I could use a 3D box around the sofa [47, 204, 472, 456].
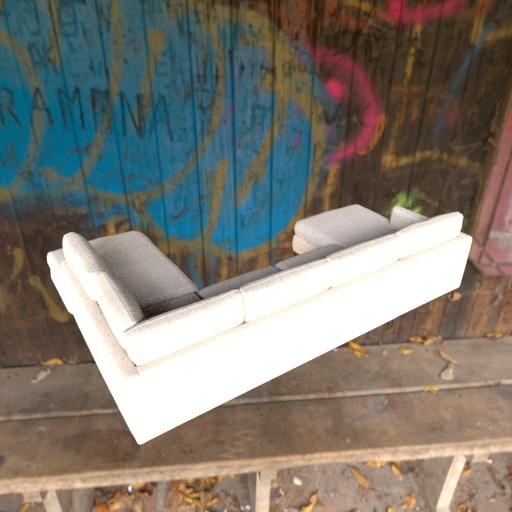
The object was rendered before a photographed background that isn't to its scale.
[{"bbox_3d":[0.000,0.000,3.455,2.737,0.756,1.879,-18,34,-29],"label":"sofa"}]
